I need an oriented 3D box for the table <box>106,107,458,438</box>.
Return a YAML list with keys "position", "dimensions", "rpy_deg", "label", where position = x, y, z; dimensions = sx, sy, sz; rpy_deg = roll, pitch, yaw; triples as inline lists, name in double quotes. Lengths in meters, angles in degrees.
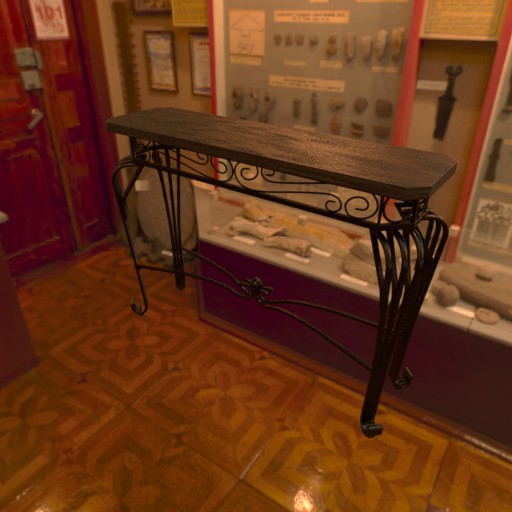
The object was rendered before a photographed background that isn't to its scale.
- position: [0.000, 0.000, 1.486]
  dimensions: [1.112, 0.800, 0.329]
  rpy_deg: [20, 35, 31]
  label: "table"
